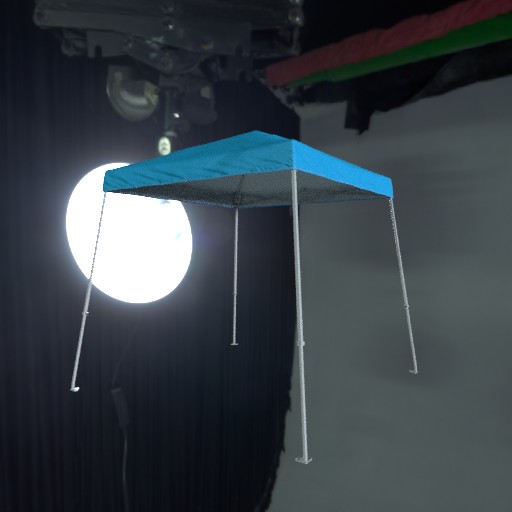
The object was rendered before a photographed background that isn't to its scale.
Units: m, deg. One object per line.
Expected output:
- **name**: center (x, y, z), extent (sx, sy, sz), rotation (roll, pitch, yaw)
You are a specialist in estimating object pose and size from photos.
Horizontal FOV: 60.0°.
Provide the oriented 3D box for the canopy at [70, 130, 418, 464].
- **canopy**: center (0.000, 0.000, 5.057), extent (2.849, 2.849, 2.848), rotation (1, 1, 35)
